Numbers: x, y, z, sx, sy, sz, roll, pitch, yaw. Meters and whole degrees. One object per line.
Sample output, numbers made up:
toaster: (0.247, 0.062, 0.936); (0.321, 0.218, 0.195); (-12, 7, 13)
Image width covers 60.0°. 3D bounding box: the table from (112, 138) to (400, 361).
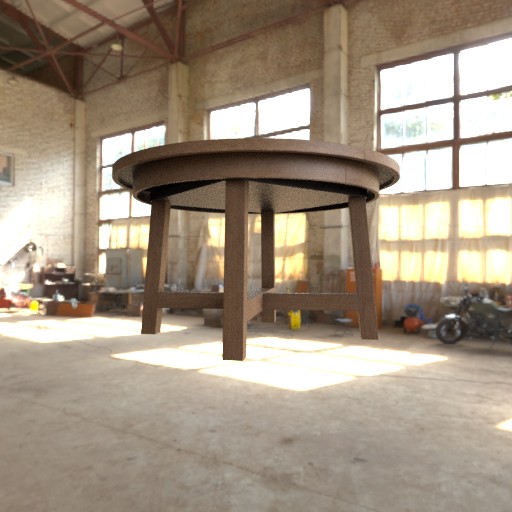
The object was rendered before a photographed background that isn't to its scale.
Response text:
table: (0.000, 0.000, 2.129); (1.319, 0.762, 1.319); (0, -1, 0)
